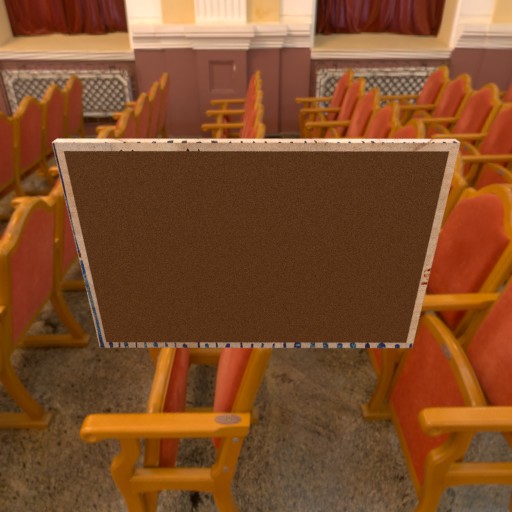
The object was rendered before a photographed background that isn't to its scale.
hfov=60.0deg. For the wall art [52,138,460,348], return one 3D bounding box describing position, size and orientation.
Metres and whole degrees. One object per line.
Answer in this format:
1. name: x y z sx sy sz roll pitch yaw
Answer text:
1. wall art: 0.000 0.000 1.162 0.919 0.609 0.030 0 30 0
